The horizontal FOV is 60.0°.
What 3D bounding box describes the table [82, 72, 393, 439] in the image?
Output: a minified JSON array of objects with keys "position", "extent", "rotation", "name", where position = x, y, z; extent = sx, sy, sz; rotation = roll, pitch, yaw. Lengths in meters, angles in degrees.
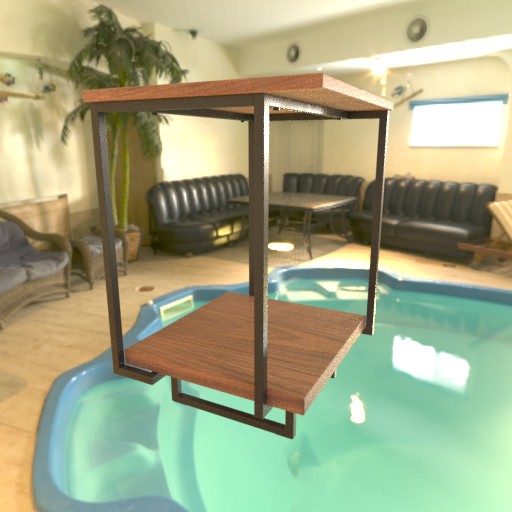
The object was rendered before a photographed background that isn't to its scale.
[{"position":[0.000,0.000,0.834],"extent":[0.384,0.567,0.411],"rotation":[7,16,27],"name":"table"}]
